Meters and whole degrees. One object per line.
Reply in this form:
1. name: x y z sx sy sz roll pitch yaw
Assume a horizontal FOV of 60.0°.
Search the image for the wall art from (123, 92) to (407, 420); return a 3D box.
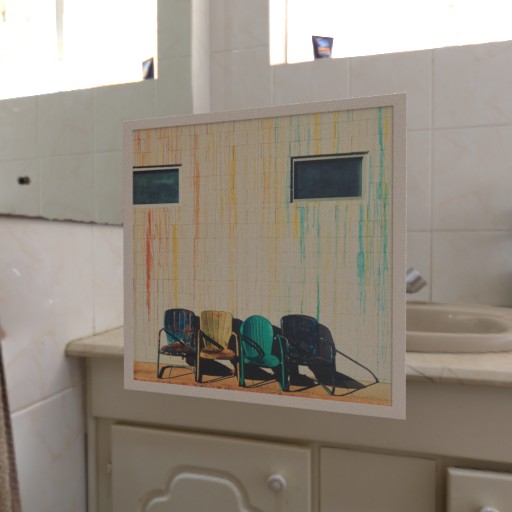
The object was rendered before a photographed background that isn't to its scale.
1. wall art: 0.000 0.000 0.476 0.305 0.305 0.038 0 1 18
